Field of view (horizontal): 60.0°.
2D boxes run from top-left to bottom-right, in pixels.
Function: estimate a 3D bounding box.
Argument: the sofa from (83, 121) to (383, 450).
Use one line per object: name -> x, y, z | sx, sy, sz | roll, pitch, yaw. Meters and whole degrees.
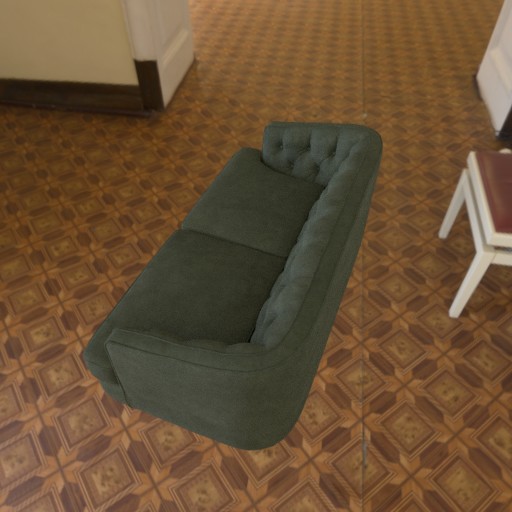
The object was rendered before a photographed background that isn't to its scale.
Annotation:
sofa -> 0.000, 0.000, 2.306 | 0.941, 0.855, 1.733 | 17, 49, 15
